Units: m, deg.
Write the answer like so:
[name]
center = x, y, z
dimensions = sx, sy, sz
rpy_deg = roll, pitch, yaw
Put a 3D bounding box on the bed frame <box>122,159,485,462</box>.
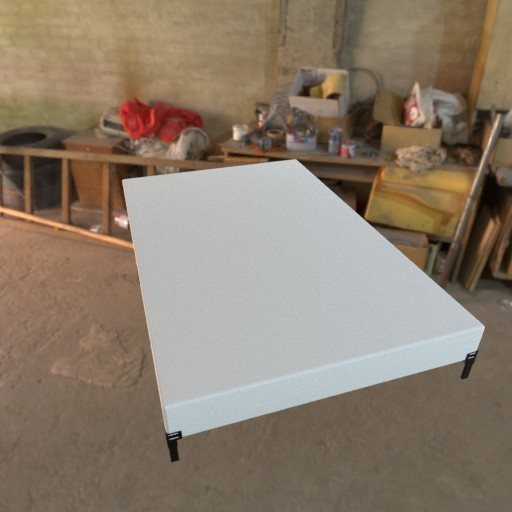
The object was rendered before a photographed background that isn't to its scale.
[bed frame]
center = 0.000, 0.000, 3.696
dimensions = 1.930, 0.440, 2.987
rpy_deg = -10, 34, -15
